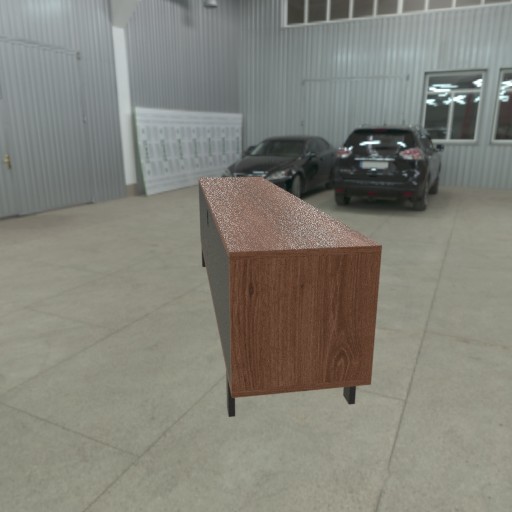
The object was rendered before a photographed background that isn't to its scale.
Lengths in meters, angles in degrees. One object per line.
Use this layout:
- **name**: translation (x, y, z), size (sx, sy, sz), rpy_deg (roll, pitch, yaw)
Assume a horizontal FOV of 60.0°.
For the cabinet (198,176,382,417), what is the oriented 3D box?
- **cabinet**: translation (0.000, 0.000, 1.887), size (0.400, 0.500, 1.650), rpy_deg (-3, 16, -9)
